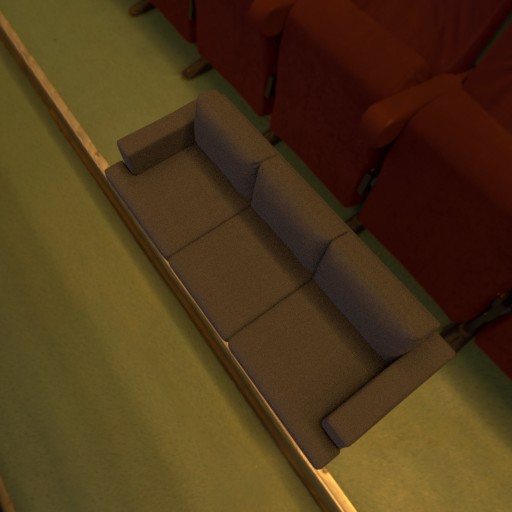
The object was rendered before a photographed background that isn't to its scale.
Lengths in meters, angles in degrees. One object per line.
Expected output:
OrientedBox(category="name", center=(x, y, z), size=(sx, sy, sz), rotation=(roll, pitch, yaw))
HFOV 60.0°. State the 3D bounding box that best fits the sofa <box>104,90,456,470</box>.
OrientedBox(category="sofa", center=(0.000, 0.000, 2.734), size=(0.920, 0.810, 2.310), rotation=(-34, 69, -15))
